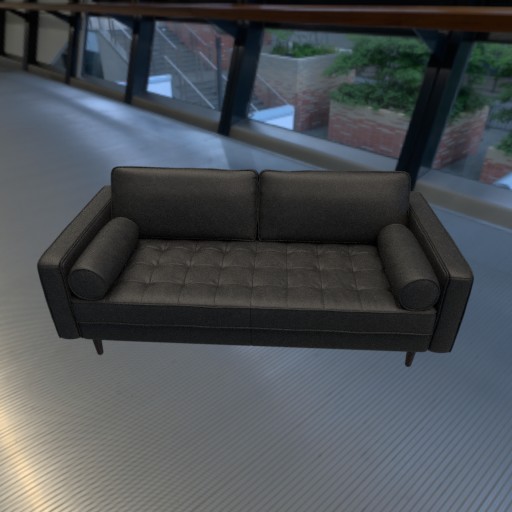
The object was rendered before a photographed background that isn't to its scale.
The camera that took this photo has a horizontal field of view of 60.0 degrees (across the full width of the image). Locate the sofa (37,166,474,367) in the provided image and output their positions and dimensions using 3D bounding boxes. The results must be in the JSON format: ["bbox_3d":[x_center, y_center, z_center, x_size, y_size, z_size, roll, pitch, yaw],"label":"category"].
[{"bbox_3d":[0.000,0.000,2.320,1.879,0.770,0.921,2,31,3],"label":"sofa"}]
